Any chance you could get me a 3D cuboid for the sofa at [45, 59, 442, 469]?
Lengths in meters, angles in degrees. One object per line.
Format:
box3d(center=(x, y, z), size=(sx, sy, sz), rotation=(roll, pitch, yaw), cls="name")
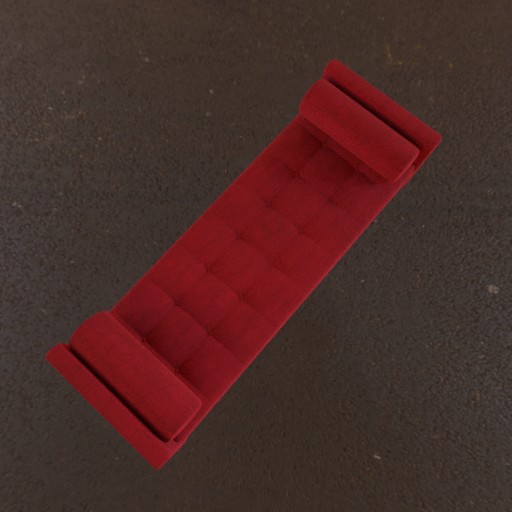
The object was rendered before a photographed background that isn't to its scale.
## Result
box3d(center=(0.000, 0.000, 2.303), size=(0.686, 0.635, 1.981), rotation=(40, 79, 9), cls="sofa")
